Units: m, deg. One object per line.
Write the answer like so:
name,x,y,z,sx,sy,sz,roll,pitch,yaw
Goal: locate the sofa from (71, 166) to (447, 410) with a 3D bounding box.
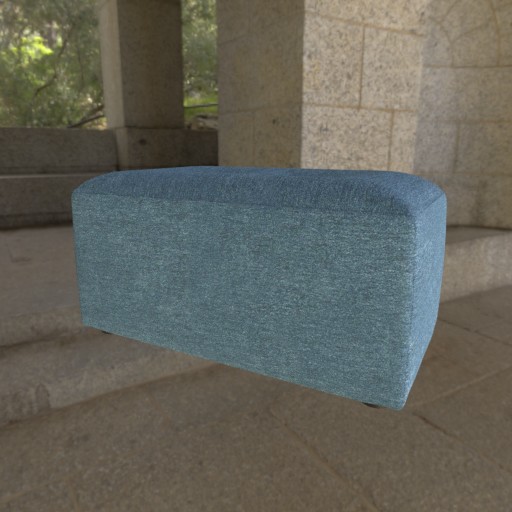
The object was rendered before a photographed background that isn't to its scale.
sofa,0.000,0.000,1.236,0.930,0.470,0.480,8,16,28
